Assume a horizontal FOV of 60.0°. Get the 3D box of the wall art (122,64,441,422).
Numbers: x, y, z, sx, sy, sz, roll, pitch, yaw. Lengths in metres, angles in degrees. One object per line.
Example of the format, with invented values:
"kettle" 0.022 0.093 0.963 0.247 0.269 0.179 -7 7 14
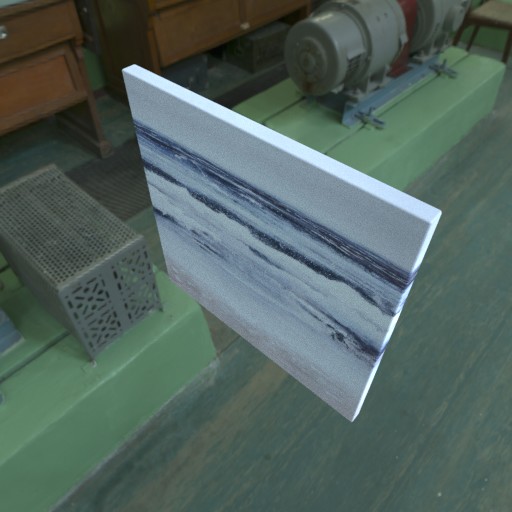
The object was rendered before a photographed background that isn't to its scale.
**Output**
"wall art" 0.000 0.000 1.118 0.755 0.747 0.065 33 56 27
